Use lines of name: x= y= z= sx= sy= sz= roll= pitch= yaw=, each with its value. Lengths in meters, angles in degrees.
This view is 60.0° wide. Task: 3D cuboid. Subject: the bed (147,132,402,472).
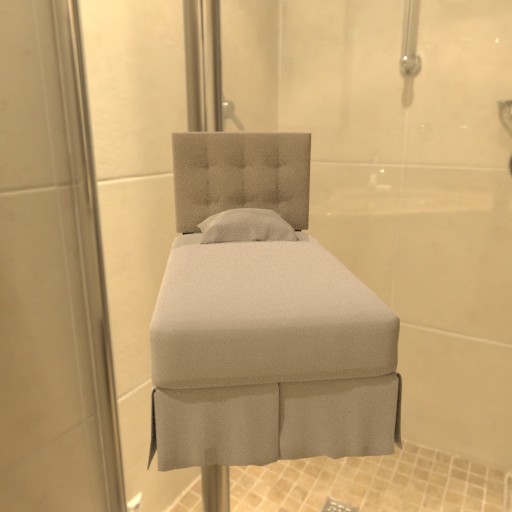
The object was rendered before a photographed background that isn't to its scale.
bed: x=0.000 y=0.000 z=2.881 sx=1.261 sy=1.571 sz=1.997 roll=-2 pitch=15 yaw=-6
